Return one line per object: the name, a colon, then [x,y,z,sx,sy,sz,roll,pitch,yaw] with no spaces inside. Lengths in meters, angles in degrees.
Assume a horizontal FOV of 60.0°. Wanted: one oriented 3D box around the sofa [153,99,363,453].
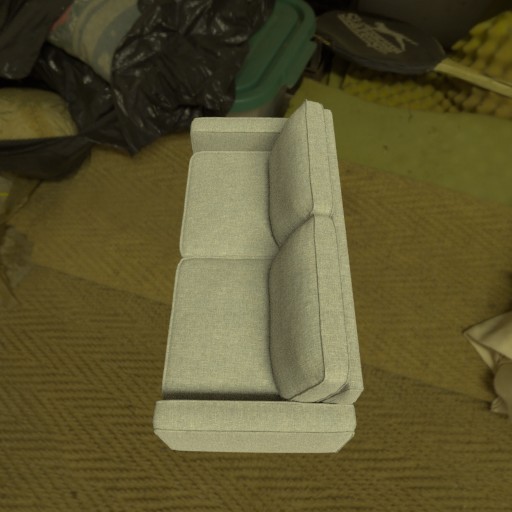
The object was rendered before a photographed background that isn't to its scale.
sofa: [0.000,0.000,2.647,0.945,0.918,2.078,1,58,0]
